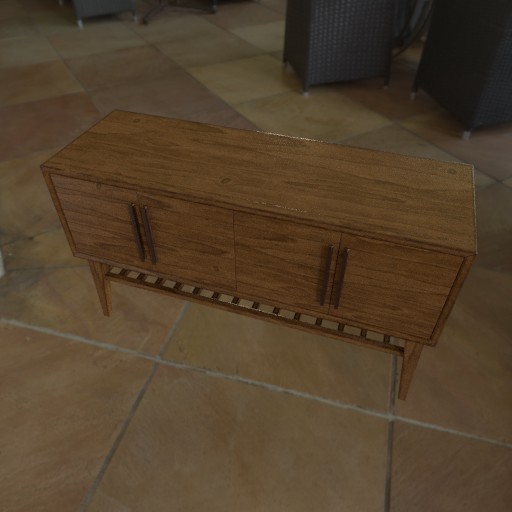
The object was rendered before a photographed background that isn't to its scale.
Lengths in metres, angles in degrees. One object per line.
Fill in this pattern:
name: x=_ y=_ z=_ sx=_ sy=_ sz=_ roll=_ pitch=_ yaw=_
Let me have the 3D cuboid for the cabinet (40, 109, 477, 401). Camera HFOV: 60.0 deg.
cabinet: x=0.000 y=0.000 z=1.738 sx=1.363 sy=0.802 sz=0.477 roll=13 pitch=44 yaw=14
